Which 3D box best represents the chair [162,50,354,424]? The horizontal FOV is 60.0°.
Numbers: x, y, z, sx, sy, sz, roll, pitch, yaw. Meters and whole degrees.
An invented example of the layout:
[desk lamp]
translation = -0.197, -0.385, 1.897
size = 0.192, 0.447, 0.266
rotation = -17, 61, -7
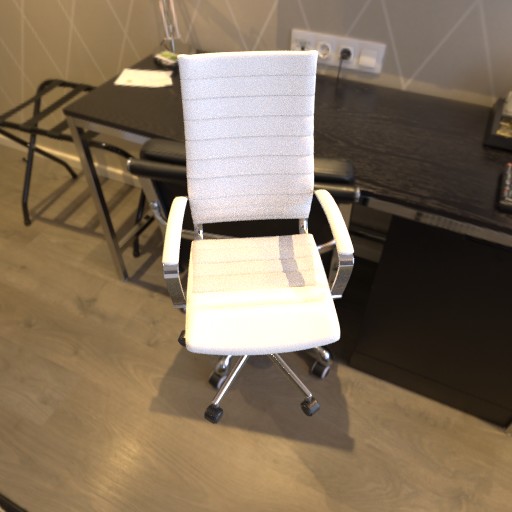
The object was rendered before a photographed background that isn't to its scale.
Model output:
[chair]
translation = 0.000, 0.000, 1.541
size = 0.679, 1.149, 0.679
rotation = -3, 45, -3
